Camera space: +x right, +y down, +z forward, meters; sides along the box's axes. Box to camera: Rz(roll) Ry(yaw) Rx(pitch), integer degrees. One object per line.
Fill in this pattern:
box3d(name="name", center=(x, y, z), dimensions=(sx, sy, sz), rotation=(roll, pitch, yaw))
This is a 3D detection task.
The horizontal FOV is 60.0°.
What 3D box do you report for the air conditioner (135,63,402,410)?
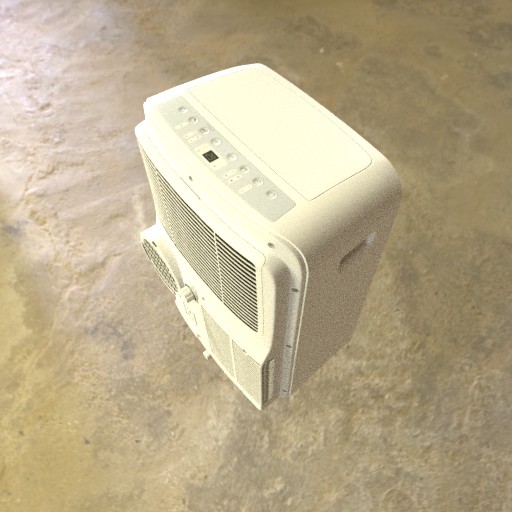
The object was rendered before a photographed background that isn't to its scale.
box3d(name="air conditioner", center=(0.000, 0.000, 0.974), dimensions=(0.365, 0.700, 0.454), rotation=(-33, 63, -20))
